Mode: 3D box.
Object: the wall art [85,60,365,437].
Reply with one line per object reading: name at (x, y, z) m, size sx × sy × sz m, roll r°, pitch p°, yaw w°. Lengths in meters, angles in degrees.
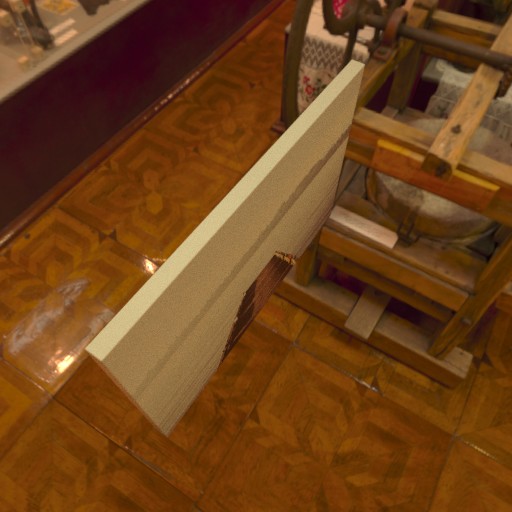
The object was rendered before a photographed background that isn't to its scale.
wall art at (0.000, 0.000, 1.154) m, size 0.037 × 0.609 × 0.916 m, roll 30°, pitch 62°, yaw 18°
